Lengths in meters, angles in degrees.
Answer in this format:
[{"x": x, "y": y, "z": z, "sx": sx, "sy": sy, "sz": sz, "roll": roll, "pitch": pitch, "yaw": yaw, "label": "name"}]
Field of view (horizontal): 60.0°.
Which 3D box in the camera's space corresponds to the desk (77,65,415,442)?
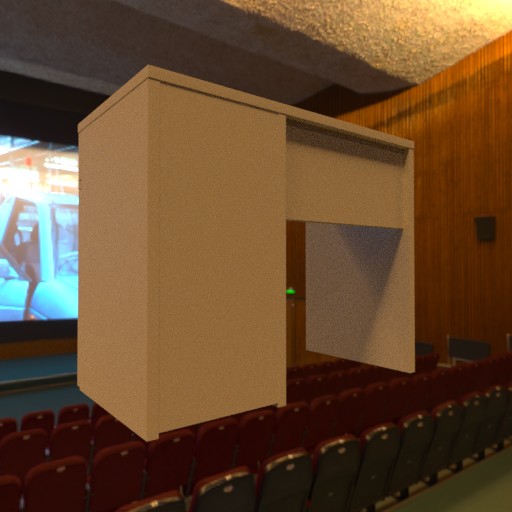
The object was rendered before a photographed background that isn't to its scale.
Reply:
[{"x": 0.000, "y": 0.000, "z": 1.319, "sx": 0.898, "sy": 0.730, "sz": 0.482, "roll": 1, "pitch": -1, "yaw": -38, "label": "desk"}]
